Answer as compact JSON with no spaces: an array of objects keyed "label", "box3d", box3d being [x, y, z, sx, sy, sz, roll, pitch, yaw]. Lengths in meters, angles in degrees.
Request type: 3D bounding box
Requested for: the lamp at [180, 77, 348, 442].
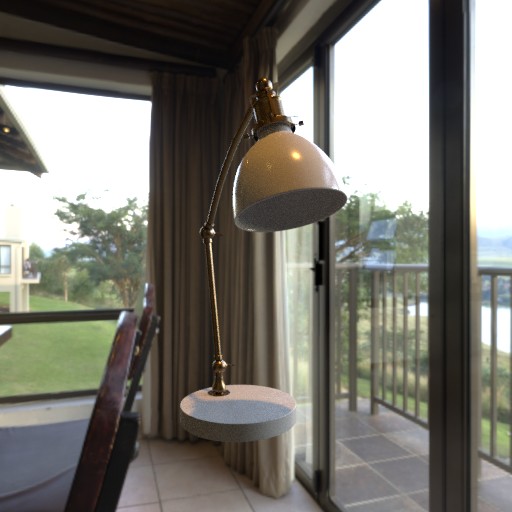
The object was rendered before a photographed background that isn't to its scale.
[{"label":"lamp","box3d":[0.000,0.000,0.675,0.186,0.522,0.317,0,1,-37]}]
